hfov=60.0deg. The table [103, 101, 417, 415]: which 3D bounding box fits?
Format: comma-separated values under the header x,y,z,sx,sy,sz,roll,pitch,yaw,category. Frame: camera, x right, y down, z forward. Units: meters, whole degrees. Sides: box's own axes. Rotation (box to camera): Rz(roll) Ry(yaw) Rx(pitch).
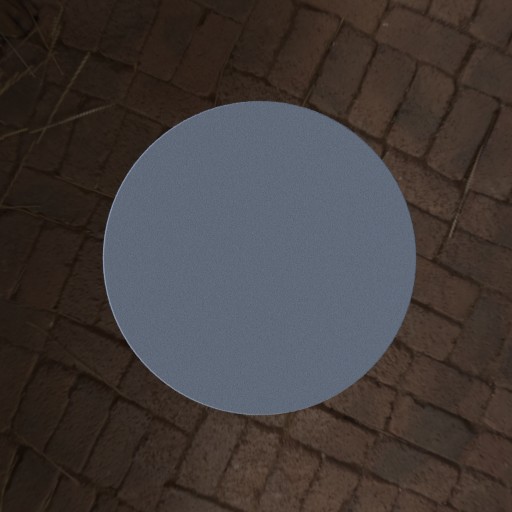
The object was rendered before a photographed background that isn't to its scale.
x,y,z,sx,sy,sz,roll,pitch,yaw,category
0.000,0.000,0.744,0.350,0.500,0.350,0,91,-1,table
